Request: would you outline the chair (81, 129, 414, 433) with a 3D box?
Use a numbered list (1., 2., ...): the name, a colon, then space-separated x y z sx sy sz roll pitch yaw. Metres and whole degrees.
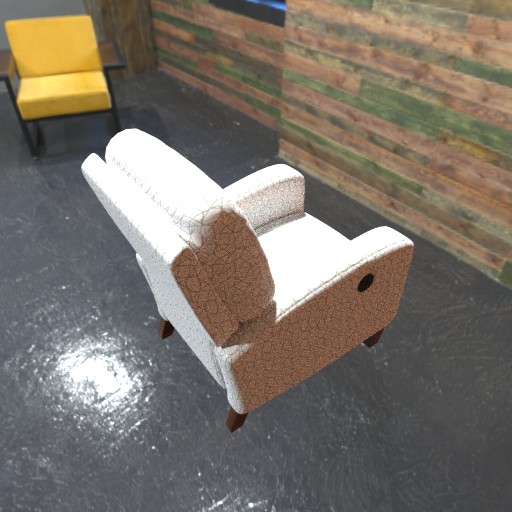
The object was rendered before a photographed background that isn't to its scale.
1. chair: 0.000 0.000 1.786 0.995 1.064 0.796 -25 46 -27
